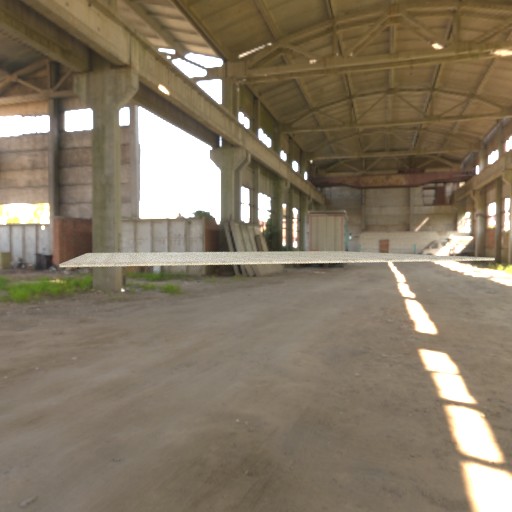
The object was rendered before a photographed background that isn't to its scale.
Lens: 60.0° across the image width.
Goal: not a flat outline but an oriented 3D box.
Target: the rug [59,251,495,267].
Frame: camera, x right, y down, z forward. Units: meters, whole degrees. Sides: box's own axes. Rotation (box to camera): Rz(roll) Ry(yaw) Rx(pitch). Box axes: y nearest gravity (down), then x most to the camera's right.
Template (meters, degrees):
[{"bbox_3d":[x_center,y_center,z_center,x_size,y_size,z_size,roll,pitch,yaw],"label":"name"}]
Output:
[{"bbox_3d":[0.000,0.000,4.055,3.038,0.019,2.420,-1,2,-17],"label":"rug"}]
